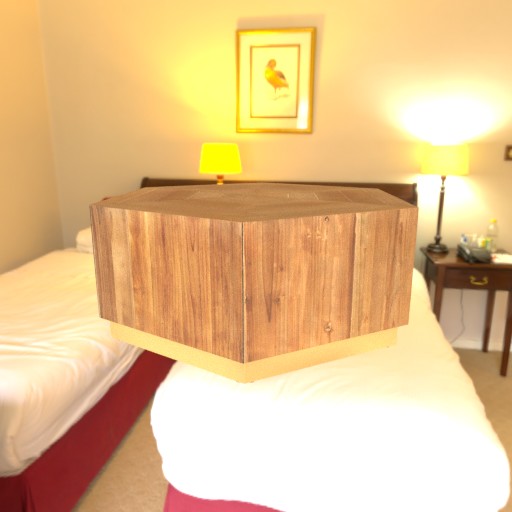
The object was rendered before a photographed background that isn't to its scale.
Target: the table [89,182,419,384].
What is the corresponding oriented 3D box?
[{"bbox_3d":[0.000,0.000,1.675,1.154,0.456,1.000,-7,16,-26],"label":"table"}]
